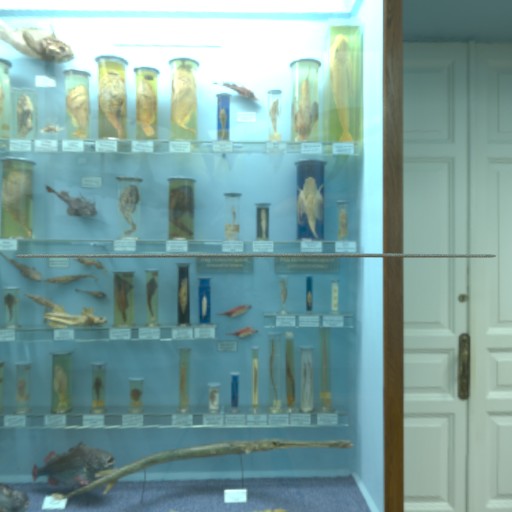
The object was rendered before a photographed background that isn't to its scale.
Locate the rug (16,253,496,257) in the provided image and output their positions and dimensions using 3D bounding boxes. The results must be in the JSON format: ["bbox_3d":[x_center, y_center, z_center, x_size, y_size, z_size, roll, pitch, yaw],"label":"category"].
[{"bbox_3d":[0.000,0.000,2.288,1.830,0.016,1.224,0,0,0],"label":"rug"}]
